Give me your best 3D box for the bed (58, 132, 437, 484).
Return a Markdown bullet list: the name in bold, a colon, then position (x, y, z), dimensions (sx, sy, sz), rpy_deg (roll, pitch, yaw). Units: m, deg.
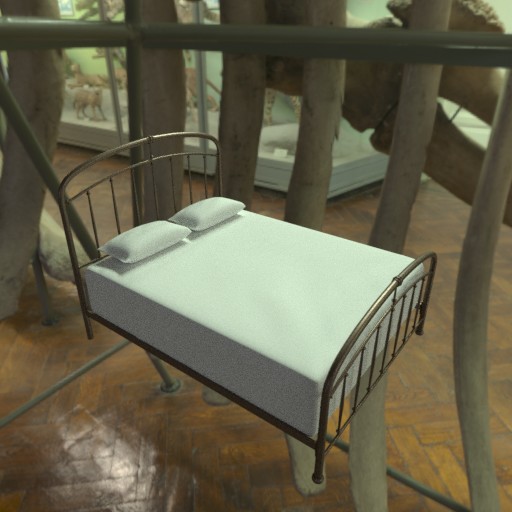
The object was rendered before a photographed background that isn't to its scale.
- **bed**: position (0.000, 0.000, 3.267), dimensions (2.168, 1.475, 1.711), rpy_deg (19, 33, 32)
